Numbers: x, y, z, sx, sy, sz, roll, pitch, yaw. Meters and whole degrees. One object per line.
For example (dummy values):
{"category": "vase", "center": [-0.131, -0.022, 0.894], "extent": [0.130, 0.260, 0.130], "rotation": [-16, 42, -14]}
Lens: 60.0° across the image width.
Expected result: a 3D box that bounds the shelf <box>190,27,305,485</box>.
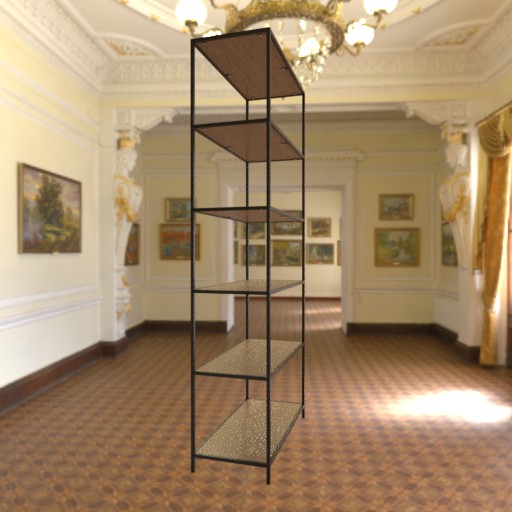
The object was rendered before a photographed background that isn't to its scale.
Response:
{"category": "shelf", "center": [0.000, 0.000, 2.208], "extent": [0.350, 1.850, 0.770], "rotation": [0, 0, 17]}
